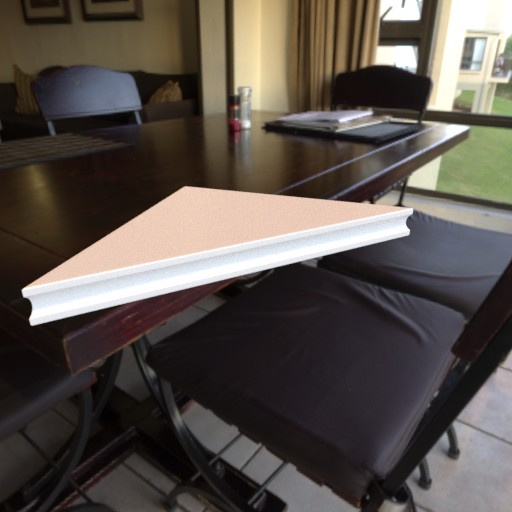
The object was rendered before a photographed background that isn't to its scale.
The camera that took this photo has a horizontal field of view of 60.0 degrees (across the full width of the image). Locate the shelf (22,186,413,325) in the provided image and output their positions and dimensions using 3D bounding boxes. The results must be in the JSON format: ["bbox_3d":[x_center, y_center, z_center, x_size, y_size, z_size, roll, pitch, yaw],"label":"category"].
[{"bbox_3d":[0.000,0.000,0.442,0.296,0.035,0.296,8,26,16],"label":"shelf"}]
